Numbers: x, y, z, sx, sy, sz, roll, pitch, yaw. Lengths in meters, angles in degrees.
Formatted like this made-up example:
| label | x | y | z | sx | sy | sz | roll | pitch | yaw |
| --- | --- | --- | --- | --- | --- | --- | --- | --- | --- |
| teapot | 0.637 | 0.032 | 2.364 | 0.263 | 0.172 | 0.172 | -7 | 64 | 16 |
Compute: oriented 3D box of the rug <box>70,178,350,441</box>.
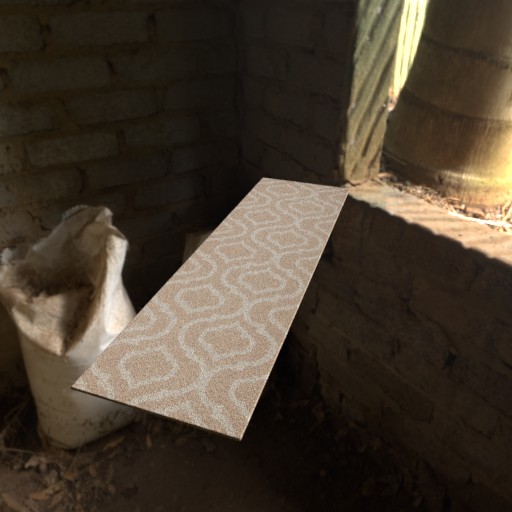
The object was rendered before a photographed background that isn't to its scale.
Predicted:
| label | x | y | z | sx | sy | sz | roll | pitch | yaw |
| --- | --- | --- | --- | --- | --- | --- | --- | --- | --- |
| rug | 0.000 | 0.000 | 2.503 | 0.691 | 0.013 | 2.289 | 10 | 33 | 16 |
